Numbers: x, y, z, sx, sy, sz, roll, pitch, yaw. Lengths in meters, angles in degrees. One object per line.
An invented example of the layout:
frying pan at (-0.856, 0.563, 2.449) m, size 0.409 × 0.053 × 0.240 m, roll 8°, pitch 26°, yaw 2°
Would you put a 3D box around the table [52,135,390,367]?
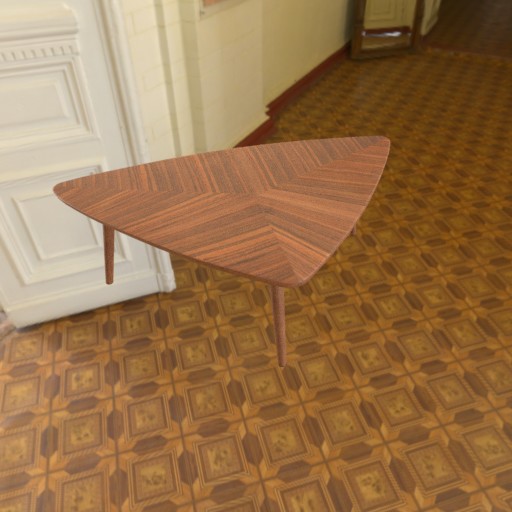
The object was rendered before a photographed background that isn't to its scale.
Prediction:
table at (0.000, 0.000, 1.259) m, size 1.008 × 0.365 × 0.601 m, roll -11°, pitch 43°, yaw -12°
